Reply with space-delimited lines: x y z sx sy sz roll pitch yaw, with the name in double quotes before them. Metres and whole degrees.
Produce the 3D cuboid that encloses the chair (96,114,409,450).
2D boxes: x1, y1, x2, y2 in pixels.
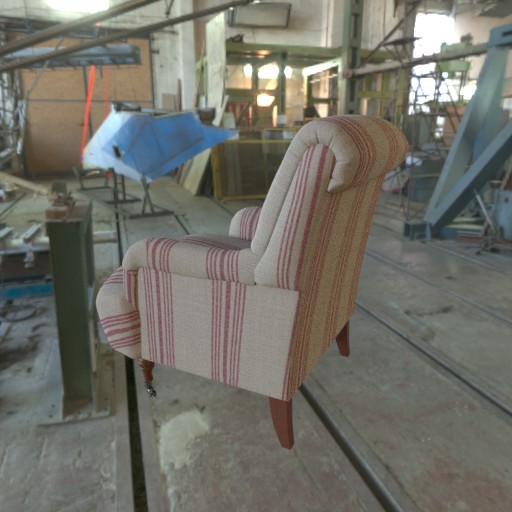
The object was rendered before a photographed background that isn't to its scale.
"chair" 0.000 0.000 1.863 1.058 1.123 0.933 8 18 26
